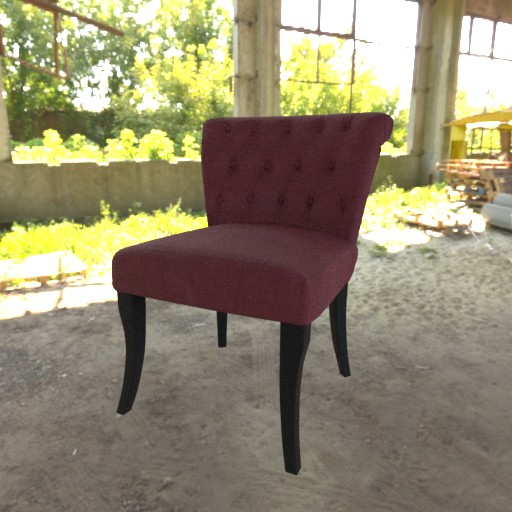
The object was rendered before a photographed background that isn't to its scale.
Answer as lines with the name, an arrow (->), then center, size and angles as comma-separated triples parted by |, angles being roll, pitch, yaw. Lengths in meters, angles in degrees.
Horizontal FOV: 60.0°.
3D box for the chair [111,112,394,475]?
chair -> 0.000, 0.000, 1.187 | 0.582, 0.750, 0.605 | 7, 15, 26
